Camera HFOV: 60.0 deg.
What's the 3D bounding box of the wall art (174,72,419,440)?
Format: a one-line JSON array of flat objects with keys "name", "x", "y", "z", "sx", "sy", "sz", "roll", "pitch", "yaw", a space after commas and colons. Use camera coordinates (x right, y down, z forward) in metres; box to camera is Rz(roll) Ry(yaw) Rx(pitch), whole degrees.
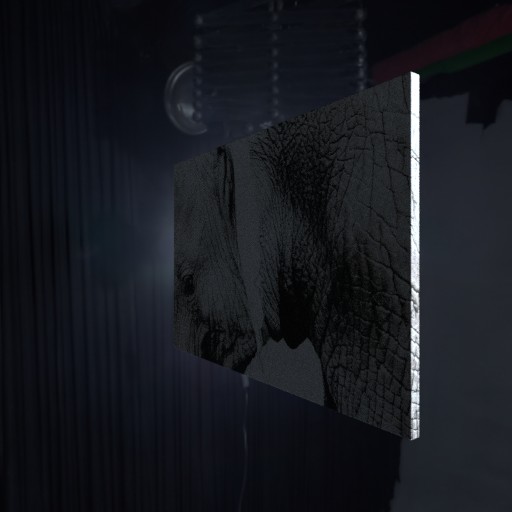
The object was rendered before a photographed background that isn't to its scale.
[{"name": "wall art", "x": 0.000, "y": 0.000, "z": 1.108, "sx": 0.023, "sy": 0.607, "sz": 0.914, "roll": 0, "pitch": 0, "yaw": -35}]
